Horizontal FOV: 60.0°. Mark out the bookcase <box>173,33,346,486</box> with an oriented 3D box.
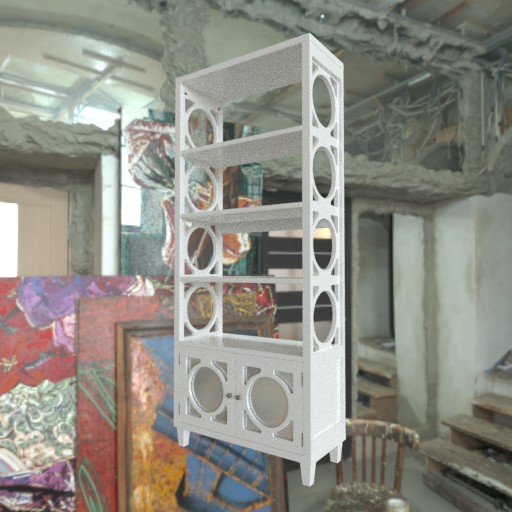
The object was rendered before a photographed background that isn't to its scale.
[{"bbox_3d":[0.000,0.000,2.118,0.761,1.869,0.361,-1,-2,35],"label":"bookcase"}]
